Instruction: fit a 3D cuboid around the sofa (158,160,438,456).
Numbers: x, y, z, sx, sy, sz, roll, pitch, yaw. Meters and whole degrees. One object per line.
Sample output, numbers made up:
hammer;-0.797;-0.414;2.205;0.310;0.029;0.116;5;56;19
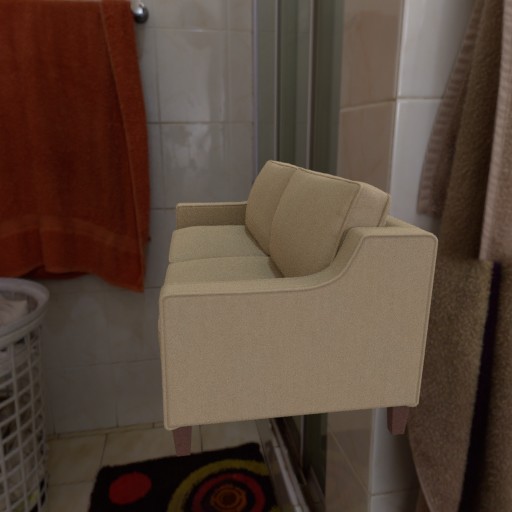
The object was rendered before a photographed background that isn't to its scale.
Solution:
sofa;0.000;0.000;2.707;1.066;1.071;2.178;-2;15;-8
